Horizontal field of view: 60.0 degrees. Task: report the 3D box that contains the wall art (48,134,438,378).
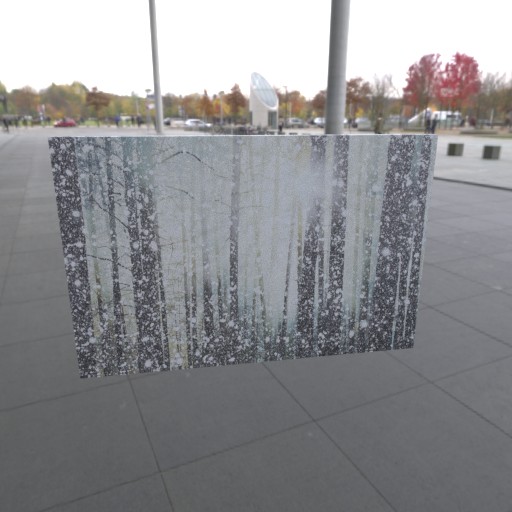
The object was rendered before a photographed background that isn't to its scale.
[{"bbox_3d":[0.000,0.000,1.138,0.919,0.598,0.038,-3,18,-9],"label":"wall art"}]
